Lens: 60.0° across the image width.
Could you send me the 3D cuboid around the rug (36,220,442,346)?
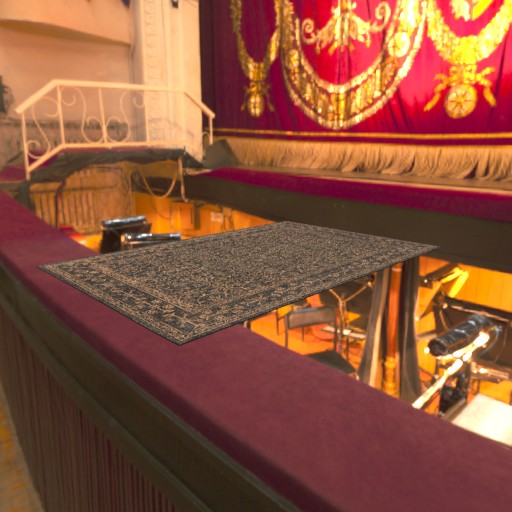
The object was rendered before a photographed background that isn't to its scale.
[{"bbox_3d":[0.000,0.000,2.348,1.819,0.005,1.200,-14,20,-43],"label":"rug"}]
